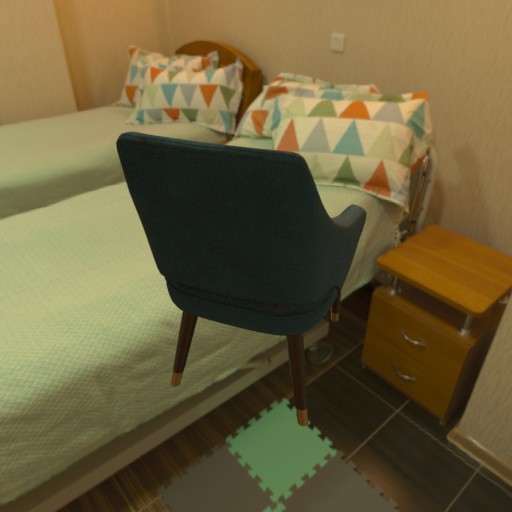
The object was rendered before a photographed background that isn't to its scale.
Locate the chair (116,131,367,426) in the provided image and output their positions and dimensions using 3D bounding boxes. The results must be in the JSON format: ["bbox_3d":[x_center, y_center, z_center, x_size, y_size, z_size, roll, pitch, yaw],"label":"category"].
[{"bbox_3d":[0.000,0.000,1.594,0.683,1.081,0.794,11,35,17],"label":"chair"}]
